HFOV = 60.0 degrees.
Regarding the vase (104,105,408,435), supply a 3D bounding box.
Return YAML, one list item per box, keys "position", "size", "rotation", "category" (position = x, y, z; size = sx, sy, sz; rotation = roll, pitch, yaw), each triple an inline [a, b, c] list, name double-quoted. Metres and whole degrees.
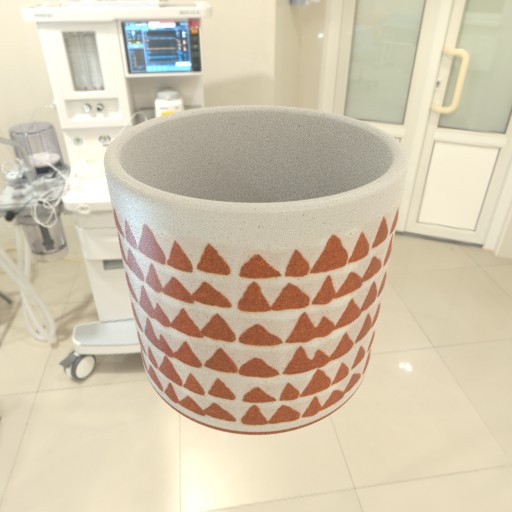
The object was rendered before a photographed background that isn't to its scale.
- position: [0.000, 0.000, 0.240]
  size: [0.137, 0.127, 0.137]
  rotation: [0, 33, 0]
  category: "vase"
